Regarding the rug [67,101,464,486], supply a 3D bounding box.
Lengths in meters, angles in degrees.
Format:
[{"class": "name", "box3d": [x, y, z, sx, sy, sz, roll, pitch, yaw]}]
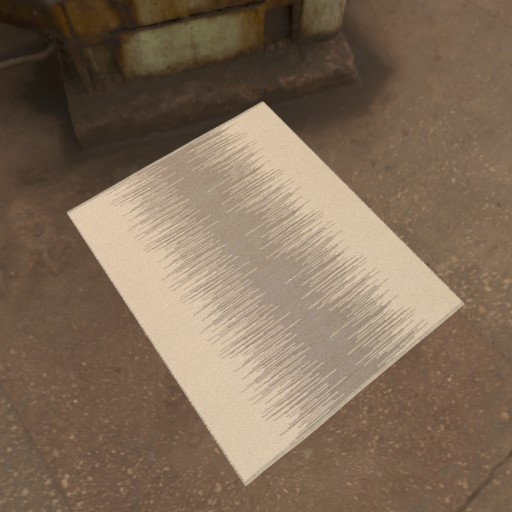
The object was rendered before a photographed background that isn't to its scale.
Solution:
[{"class": "rug", "box3d": [0.000, 0.000, 4.208, 2.453, 0.010, 3.037, -34, 69, -15]}]
